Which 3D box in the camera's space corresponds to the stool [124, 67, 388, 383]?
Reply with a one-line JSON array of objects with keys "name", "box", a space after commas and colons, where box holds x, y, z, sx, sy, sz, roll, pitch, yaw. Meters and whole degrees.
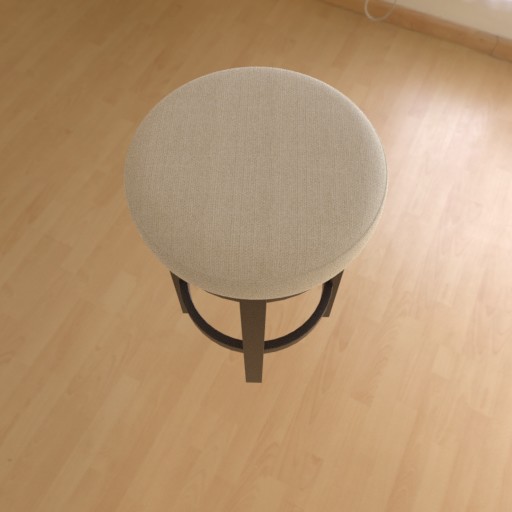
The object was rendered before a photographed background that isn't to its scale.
[{"name": "stool", "box": [0.000, 0.000, 1.024, 0.446, 0.758, 0.446, 0, 65, 0]}]
